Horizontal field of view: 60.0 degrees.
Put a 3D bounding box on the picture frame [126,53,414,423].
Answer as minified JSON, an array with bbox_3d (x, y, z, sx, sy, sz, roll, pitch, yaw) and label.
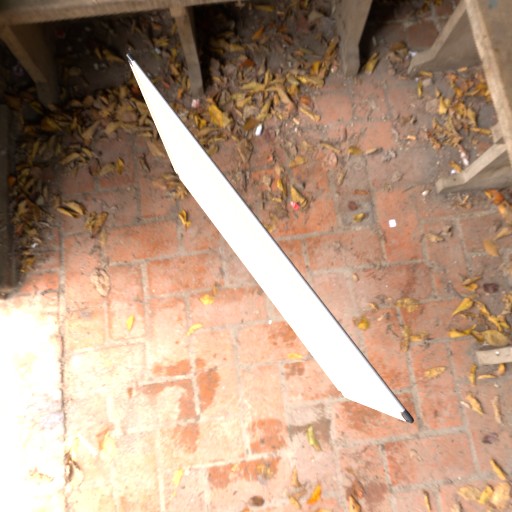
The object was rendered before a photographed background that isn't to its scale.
[{"bbox_3d":[0.000,0.000,1.123,0.010,0.600,0.900,-36,79,-8],"label":"picture frame"}]
